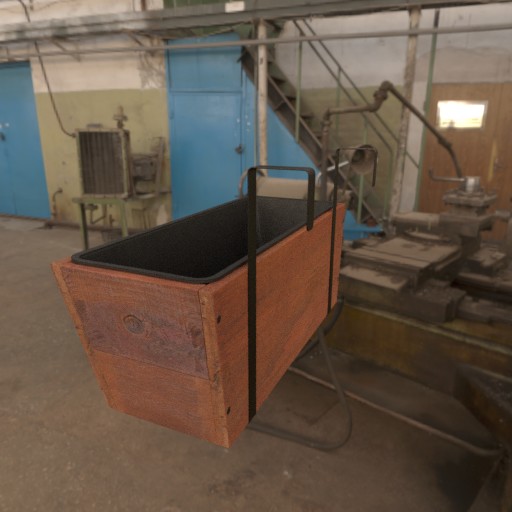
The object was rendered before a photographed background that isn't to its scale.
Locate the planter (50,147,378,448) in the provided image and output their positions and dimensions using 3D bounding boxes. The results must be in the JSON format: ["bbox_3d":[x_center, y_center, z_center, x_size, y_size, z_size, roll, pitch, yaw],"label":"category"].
[{"bbox_3d":[0.000,0.000,0.638,0.262,0.289,0.480,8,19,24],"label":"planter"}]
